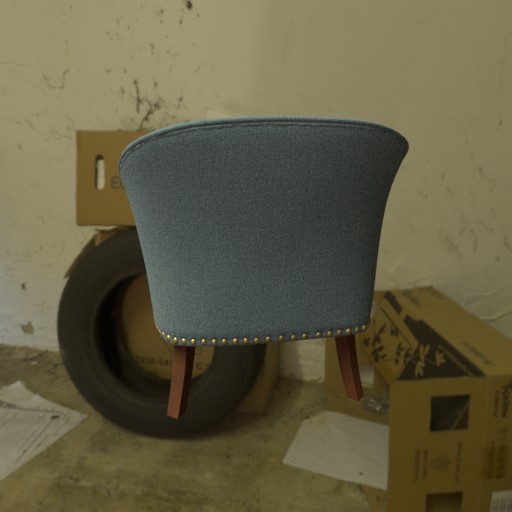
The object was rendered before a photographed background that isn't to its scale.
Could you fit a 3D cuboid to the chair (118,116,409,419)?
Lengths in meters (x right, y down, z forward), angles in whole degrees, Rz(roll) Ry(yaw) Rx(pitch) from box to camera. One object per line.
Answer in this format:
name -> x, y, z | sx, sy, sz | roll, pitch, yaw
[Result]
chair -> 0.000, 0.000, 1.412 | 0.772, 0.815, 0.704 | -2, 14, -9
